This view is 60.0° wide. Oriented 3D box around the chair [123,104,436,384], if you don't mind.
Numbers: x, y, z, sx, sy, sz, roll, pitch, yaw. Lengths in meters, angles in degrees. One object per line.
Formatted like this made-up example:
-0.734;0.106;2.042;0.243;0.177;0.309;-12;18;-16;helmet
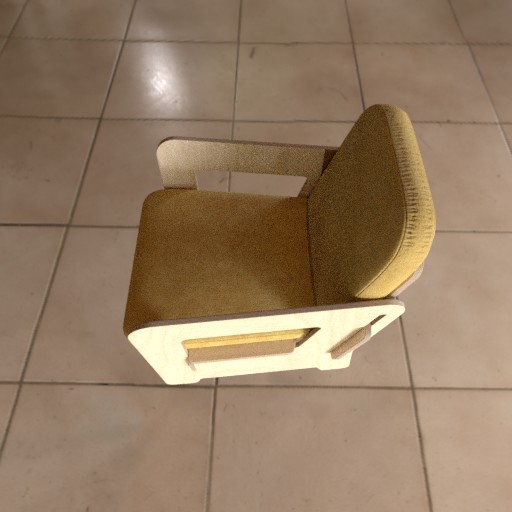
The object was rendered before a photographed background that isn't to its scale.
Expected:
0.000;0.000;1.267;0.710;0.800;0.590;0;58;0;chair
